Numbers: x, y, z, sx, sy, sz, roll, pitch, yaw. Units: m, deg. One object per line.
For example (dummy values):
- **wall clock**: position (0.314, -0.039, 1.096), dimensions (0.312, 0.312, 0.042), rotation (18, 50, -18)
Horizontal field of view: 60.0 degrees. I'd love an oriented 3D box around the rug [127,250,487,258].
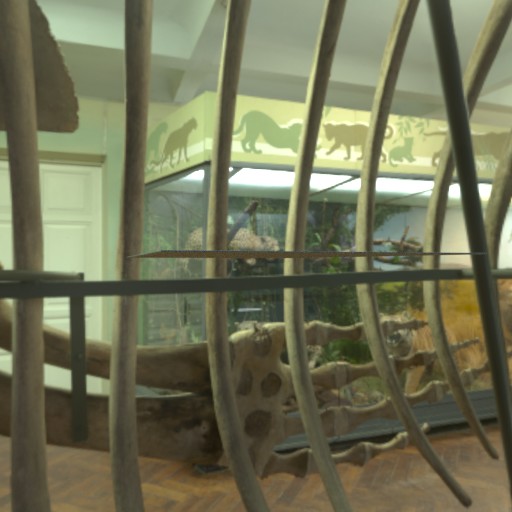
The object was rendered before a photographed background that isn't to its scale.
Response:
- **rug**: position (0.000, 0.000, 2.927), dimensions (1.522, 0.006, 2.286), rotation (0, -1, -19)
